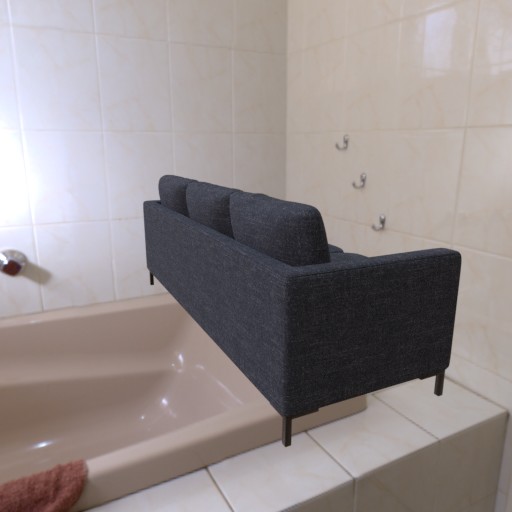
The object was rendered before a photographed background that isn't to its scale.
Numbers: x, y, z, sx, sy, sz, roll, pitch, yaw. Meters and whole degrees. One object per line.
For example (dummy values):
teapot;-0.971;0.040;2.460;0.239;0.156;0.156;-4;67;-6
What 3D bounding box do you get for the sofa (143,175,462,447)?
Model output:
sofa;0.000;0.000;2.651;0.859;0.874;2.218;-7;16;-25
